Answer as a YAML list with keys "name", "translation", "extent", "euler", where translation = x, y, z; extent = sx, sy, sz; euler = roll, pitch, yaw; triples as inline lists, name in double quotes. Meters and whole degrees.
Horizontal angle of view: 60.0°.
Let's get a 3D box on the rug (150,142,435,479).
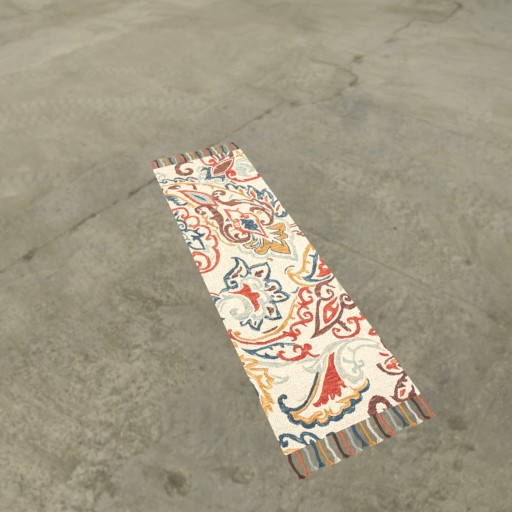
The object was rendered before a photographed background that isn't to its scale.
- name: "rug"
  translation: [0.000, 0.000, 2.912]
  extent: [0.763, 0.015, 2.682]
  euler: [-17, 48, -16]
